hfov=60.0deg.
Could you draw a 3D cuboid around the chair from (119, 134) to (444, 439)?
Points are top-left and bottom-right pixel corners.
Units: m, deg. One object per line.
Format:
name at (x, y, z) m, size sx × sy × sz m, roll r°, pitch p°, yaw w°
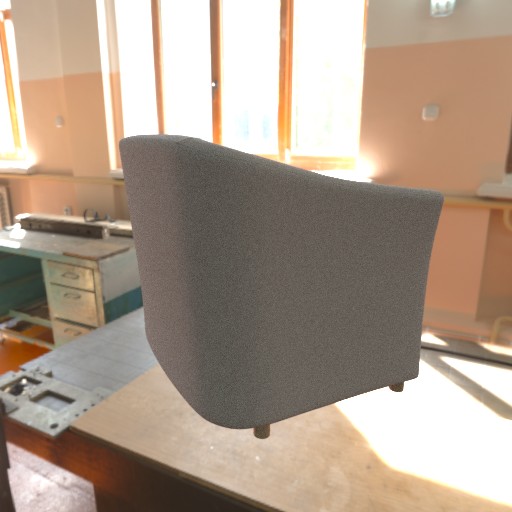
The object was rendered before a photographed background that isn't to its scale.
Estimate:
chair at (0.000, 0.000, 1.366) m, size 0.700 × 0.720 × 0.790 m, roll -7°, pitch 16°, yaw -26°
